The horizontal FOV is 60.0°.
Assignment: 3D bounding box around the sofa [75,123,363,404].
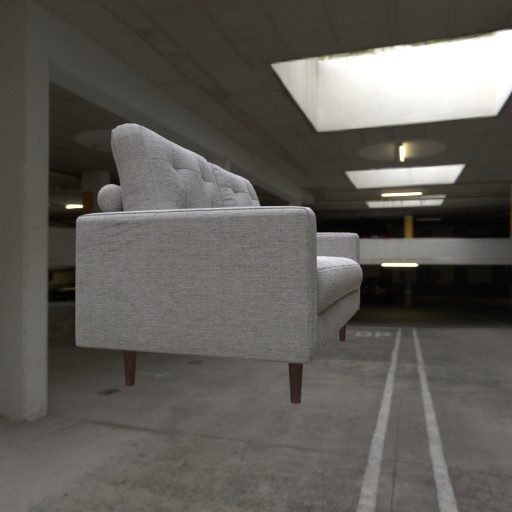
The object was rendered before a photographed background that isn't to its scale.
[{"bbox_3d":[0.000,0.000,1.981,0.842,0.907,1.407,0,-1,18],"label":"sofa"}]
